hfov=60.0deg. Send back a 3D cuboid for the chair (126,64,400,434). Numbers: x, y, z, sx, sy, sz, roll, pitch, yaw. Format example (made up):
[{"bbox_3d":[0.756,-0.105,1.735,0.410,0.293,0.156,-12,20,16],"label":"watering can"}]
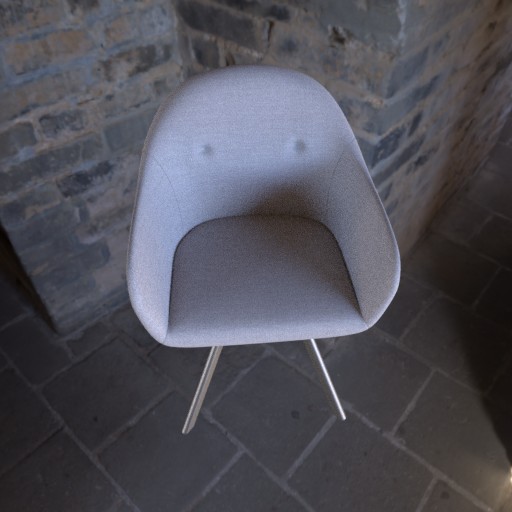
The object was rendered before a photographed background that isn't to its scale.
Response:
[{"bbox_3d":[0.000,0.000,1.152,0.540,0.780,0.570,-4,46,-4],"label":"chair"}]
